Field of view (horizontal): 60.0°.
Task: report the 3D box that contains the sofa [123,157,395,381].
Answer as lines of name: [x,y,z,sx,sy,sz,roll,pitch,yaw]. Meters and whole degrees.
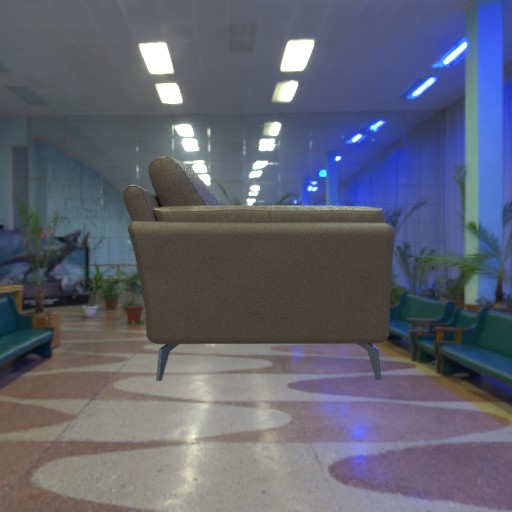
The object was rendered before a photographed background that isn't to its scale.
sofa: [0.000,0.000,2.702,1.049,0.930,2.101,0,1,-1]
